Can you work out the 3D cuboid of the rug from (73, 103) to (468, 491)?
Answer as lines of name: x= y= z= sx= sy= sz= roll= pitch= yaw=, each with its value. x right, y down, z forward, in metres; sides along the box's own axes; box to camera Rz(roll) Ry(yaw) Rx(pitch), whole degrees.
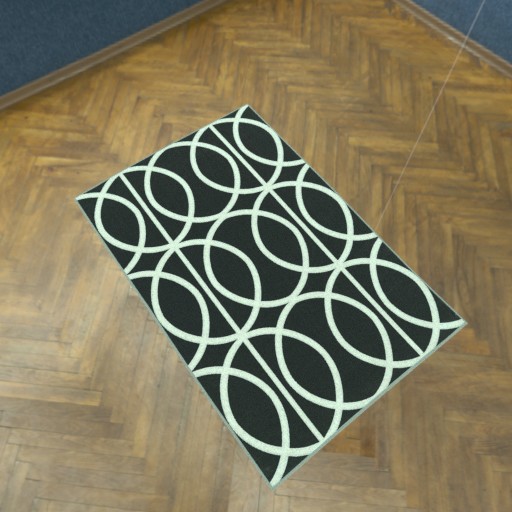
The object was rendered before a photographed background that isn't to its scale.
rug: x=0.000 y=0.000 z=2.914 sx=1.526 sy=0.014 sz=2.290 roll=-34 pitch=68 yaw=-16
